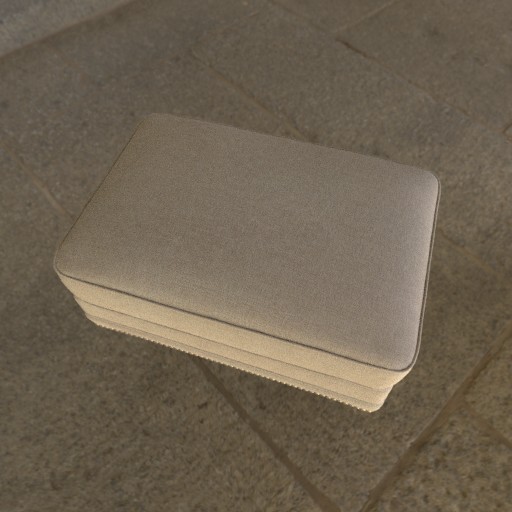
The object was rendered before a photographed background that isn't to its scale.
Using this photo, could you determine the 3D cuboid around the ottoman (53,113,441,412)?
[{"bbox_3d":[0.000,0.000,1.174,0.813,0.458,0.559,15,59,9],"label":"ottoman"}]
